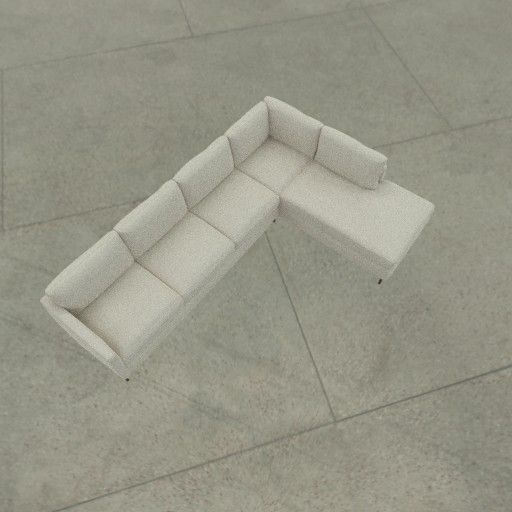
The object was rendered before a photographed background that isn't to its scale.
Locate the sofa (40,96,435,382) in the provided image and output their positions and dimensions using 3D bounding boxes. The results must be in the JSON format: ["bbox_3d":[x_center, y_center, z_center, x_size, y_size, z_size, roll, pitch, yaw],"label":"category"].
[{"bbox_3d":[0.000,0.000,3.859,2.007,0.815,2.949,34,65,19],"label":"sofa"}]
